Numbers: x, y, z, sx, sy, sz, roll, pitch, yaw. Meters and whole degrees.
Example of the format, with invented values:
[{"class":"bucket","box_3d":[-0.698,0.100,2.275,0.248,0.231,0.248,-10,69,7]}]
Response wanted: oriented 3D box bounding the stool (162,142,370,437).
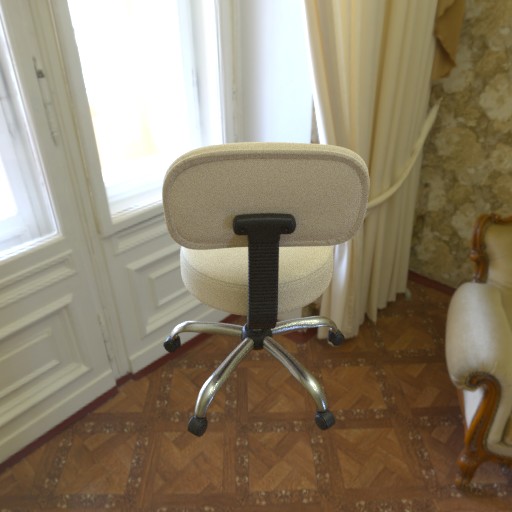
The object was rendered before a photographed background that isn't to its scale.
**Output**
[{"class":"stool","box_3d":[0.000,0.000,1.230,0.609,0.810,0.616,-2,31,-3]}]
